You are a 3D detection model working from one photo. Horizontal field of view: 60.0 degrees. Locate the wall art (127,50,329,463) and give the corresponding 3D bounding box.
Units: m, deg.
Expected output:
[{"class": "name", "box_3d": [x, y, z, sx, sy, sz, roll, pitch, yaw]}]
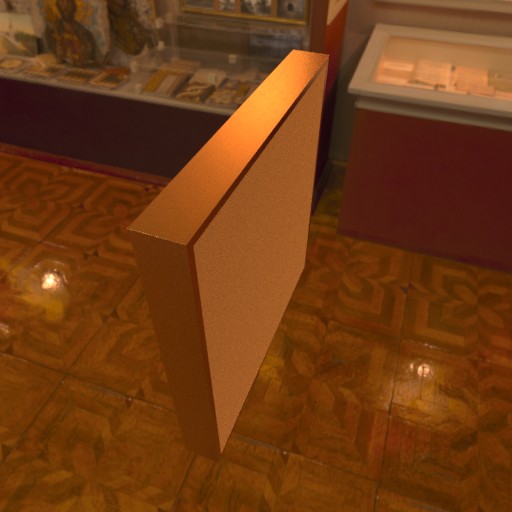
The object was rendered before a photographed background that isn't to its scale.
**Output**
[{"class": "wall art", "box_3d": [0.000, 0.000, 0.456, 0.038, 0.304, 0.304, 15, 46, 15]}]
